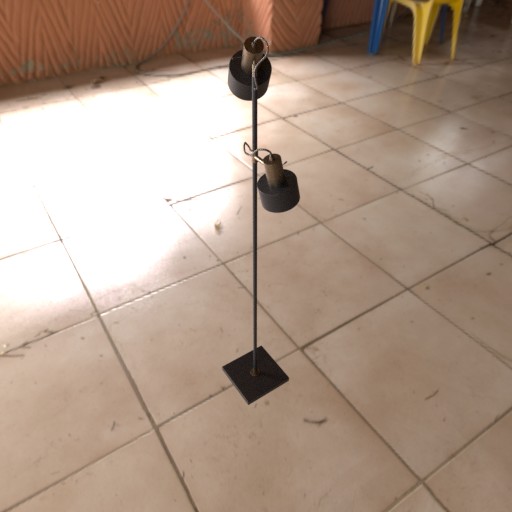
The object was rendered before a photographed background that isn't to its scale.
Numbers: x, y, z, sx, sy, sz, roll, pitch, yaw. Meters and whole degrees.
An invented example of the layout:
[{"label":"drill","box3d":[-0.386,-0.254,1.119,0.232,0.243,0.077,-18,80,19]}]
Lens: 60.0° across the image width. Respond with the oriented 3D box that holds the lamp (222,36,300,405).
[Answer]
[{"label":"lamp","box3d":[0.000,0.000,1.643,0.233,1.505,0.315,-23,45,-25]}]
